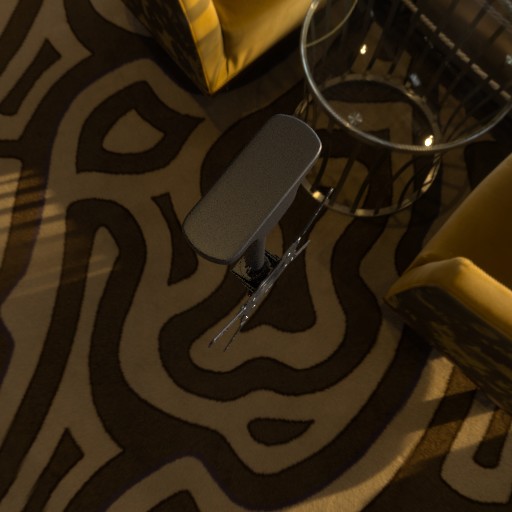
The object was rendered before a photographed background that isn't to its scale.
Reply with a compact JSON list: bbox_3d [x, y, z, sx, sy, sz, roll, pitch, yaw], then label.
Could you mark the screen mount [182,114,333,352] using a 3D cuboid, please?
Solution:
[{"bbox_3d":[0.000,0.000,0.891,0.090,0.729,0.393,37,79,8],"label":"screen mount"}]
